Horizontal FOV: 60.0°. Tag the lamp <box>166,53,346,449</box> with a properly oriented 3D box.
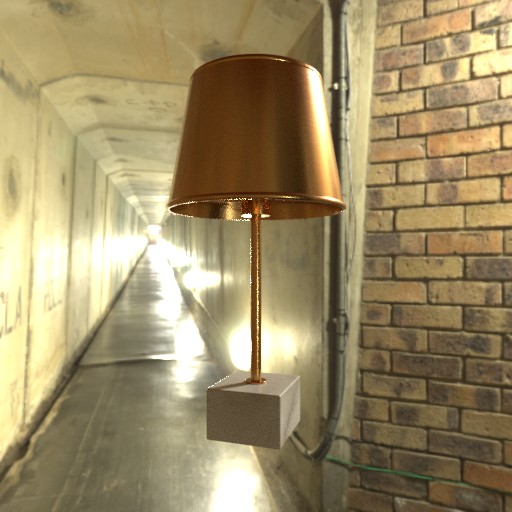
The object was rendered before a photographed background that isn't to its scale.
[{"bbox_3d":[0.000,0.000,0.521,0.208,0.406,0.208,0,-1,0],"label":"lamp"}]
